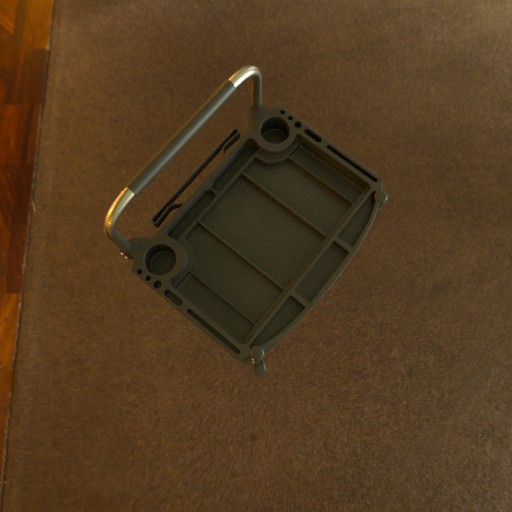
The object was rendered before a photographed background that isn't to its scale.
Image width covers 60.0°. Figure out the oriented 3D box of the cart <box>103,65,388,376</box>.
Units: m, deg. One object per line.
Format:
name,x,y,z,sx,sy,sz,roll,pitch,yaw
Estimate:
cart,0.000,0.000,1.398,0.518,1.075,0.584,38,79,9
